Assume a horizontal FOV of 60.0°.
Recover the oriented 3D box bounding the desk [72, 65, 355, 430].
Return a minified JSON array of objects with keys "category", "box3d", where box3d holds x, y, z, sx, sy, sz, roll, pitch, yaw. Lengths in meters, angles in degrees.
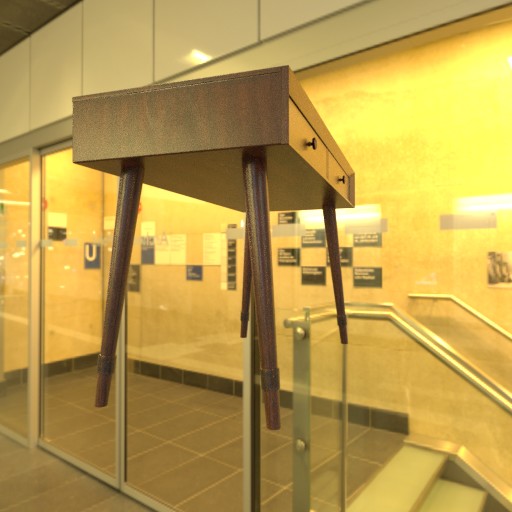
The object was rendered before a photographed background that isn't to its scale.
[{"category":"desk","box3d":[0.000,0.000,2.074,0.734,1.031,1.577,0,-1,19]}]
